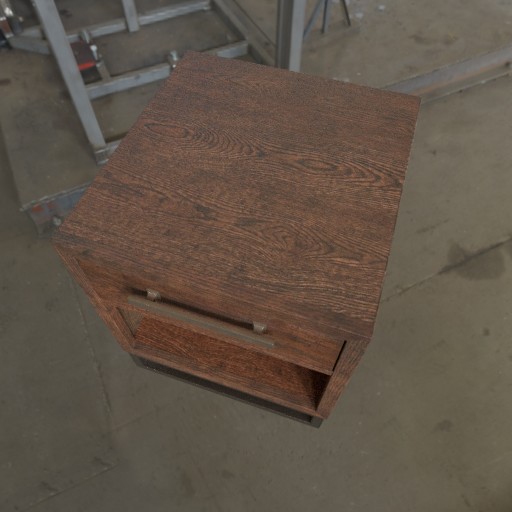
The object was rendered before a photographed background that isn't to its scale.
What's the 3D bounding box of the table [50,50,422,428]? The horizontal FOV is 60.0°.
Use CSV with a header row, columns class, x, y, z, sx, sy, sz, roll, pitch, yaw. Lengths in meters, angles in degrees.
class,x,y,z,sx,sy,sz,roll,pitch,yaw
table,0.000,0.000,1.020,0.506,0.582,0.566,16,58,10
